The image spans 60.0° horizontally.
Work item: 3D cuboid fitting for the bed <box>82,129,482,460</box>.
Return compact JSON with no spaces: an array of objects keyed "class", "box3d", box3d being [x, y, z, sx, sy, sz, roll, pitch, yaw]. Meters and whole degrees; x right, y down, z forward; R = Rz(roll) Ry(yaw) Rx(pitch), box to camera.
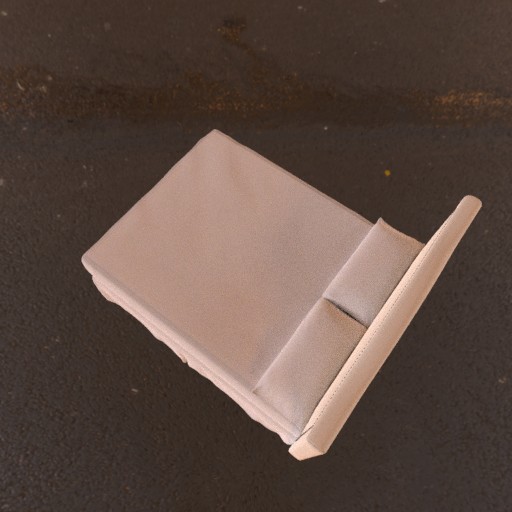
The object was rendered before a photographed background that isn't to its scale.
[{"class":"bed","box3d":[0.000,0.000,3.207,2.143,1.460,1.753,34,69,15]}]
